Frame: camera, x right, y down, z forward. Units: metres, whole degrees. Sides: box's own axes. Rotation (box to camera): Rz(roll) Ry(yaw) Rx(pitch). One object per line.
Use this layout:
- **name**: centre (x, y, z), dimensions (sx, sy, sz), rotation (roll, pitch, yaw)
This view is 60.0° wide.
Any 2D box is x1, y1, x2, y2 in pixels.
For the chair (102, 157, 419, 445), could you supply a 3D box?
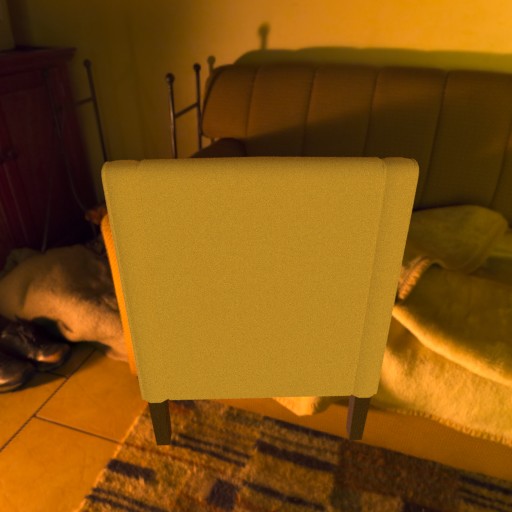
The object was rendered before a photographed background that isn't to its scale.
- **chair**: centre (0.000, 0.000, 1.473), dimensions (0.689, 0.886, 0.806), rotation (-1, 30, -2)
